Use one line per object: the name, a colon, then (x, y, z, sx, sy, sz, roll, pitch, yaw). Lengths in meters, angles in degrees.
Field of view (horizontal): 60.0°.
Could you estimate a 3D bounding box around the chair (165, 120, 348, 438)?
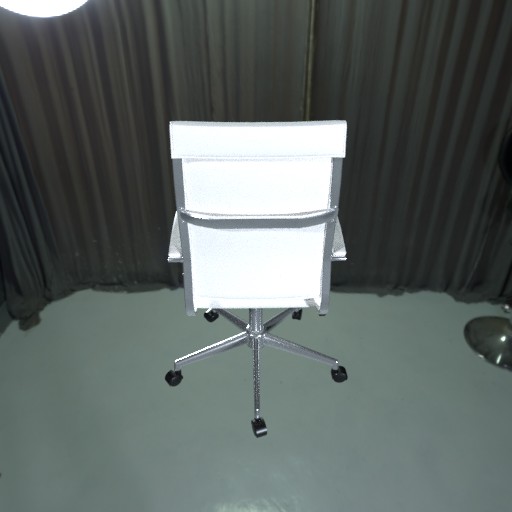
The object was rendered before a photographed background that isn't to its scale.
chair: (0.000, 0.000, 1.650, 0.766, 1.149, 0.739, -1, 31, -1)
